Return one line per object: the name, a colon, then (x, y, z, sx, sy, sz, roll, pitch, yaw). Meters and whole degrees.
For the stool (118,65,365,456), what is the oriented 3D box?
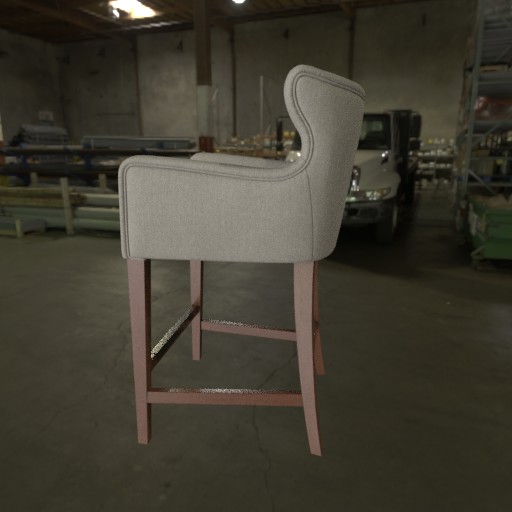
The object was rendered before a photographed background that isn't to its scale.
stool: (0.000, 0.000, 1.302, 0.575, 0.951, 0.575, 2, 14, 9)
